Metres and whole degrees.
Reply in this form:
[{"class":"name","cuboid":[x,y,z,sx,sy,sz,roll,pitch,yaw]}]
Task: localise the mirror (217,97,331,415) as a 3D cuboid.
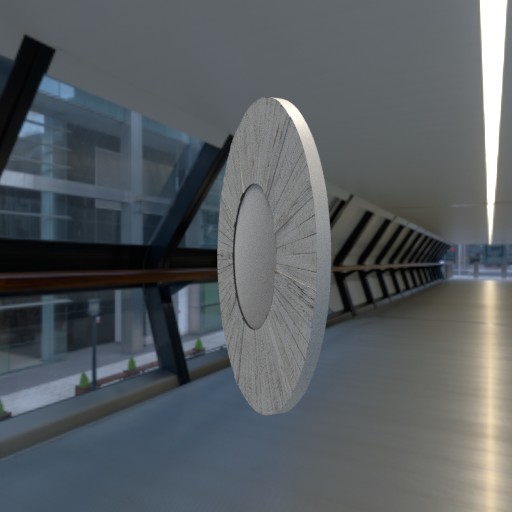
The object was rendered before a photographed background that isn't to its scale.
[{"class":"mirror","cuboid":[0.000,0.000,1.352,0.038,0.914,0.914,0,0,-18]}]
